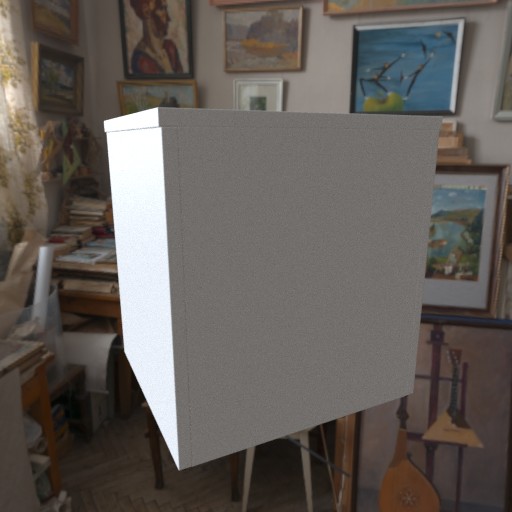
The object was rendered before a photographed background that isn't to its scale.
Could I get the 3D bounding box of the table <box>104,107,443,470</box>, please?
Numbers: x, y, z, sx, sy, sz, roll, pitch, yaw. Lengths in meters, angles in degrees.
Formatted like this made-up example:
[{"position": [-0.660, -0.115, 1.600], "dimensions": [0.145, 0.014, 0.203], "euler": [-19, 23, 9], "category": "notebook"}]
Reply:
[{"position": [0.000, 0.000, 0.778], "dimensions": [0.420, 0.460, 0.380], "euler": [-7, 16, -26], "category": "table"}]
